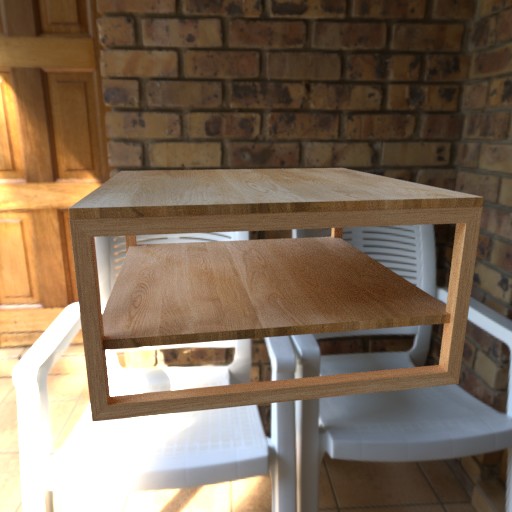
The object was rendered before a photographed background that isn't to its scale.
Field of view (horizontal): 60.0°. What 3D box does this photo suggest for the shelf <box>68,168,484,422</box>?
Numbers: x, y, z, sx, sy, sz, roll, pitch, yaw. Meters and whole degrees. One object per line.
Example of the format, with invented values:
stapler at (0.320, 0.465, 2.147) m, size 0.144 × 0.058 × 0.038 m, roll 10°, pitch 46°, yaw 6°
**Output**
shelf at (0.000, 0.000, 1.424) m, size 0.899 × 0.480 × 0.899 m, roll -3°, pitch 16°, yaw -10°
